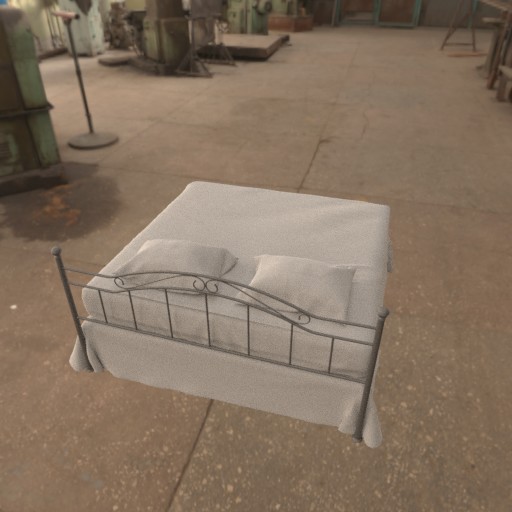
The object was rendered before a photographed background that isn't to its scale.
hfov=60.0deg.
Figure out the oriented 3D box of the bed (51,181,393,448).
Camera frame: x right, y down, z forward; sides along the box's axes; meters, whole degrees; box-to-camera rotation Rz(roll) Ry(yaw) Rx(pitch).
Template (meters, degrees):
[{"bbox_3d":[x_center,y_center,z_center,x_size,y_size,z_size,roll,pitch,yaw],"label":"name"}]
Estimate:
[{"bbox_3d":[0.000,0.000,3.633,2.309,1.080,2.220,10,34,14],"label":"bed"}]
